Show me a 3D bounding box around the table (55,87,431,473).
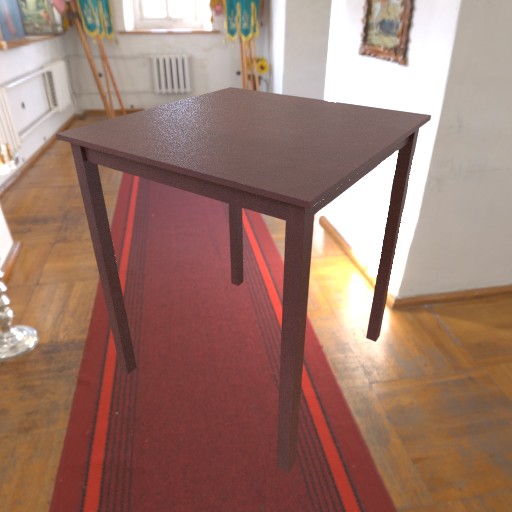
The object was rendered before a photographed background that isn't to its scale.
[{"bbox_3d":[0.000,0.000,1.675,0.861,0.991,0.861,20,36,29],"label":"table"}]
